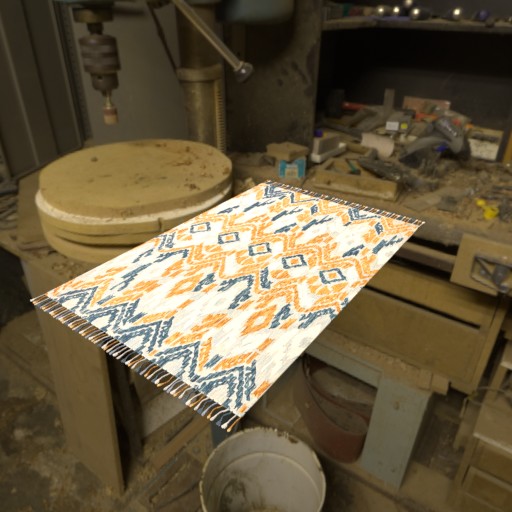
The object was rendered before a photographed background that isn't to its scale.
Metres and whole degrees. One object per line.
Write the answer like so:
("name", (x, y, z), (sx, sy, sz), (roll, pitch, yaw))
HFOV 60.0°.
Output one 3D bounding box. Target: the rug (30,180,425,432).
("rug", (0.000, 0.000, 3.056), (1.533, 0.010, 2.428), (21, 37, 31))
